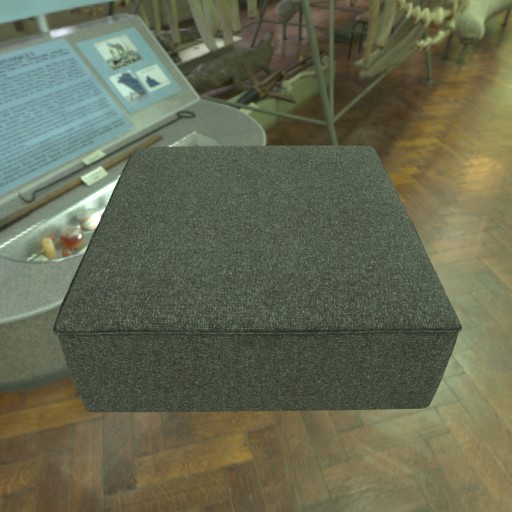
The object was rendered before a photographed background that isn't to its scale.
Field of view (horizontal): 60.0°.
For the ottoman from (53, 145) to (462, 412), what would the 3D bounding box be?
[{"bbox_3d":[0.000,0.000,1.553,1.021,0.423,1.017,0,39,0],"label":"ottoman"}]
